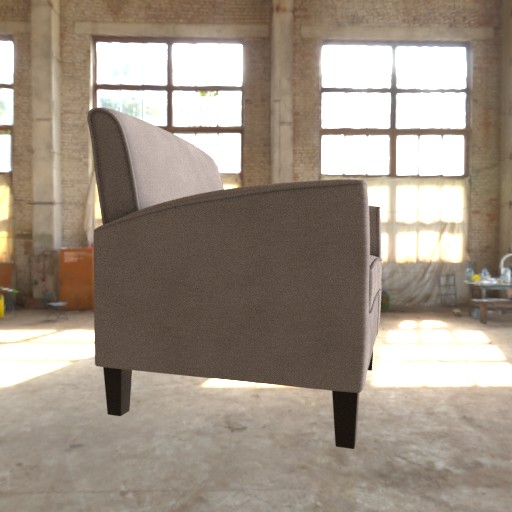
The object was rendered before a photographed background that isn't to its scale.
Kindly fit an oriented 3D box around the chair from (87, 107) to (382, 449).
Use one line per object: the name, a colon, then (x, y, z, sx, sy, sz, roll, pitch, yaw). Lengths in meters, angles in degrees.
chair: (0.000, 0.000, 1.534, 0.821, 0.915, 0.820, 0, 2, 18)
